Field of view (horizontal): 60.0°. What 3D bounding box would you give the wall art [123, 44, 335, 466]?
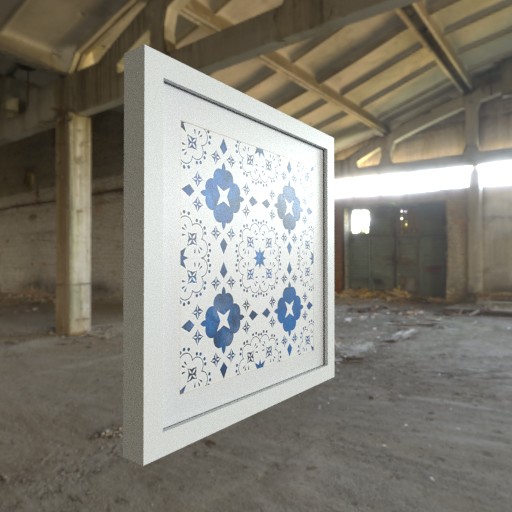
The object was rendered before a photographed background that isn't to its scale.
[{"bbox_3d":[0.000,0.000,0.524,0.027,0.355,0.355,0,-1,36],"label":"wall art"}]
